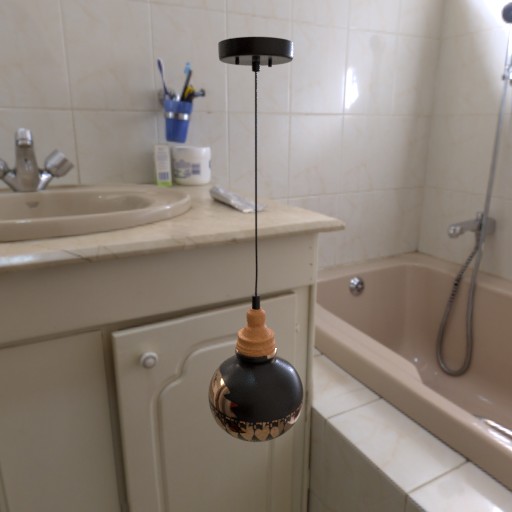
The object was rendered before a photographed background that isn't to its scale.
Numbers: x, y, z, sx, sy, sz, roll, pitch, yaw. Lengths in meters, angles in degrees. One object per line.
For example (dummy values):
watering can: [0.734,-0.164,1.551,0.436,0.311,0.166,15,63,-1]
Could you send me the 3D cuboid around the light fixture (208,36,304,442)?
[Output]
light fixture: [0.000,0.000,1.837,0.430,1.606,0.430,-7,17,-24]
